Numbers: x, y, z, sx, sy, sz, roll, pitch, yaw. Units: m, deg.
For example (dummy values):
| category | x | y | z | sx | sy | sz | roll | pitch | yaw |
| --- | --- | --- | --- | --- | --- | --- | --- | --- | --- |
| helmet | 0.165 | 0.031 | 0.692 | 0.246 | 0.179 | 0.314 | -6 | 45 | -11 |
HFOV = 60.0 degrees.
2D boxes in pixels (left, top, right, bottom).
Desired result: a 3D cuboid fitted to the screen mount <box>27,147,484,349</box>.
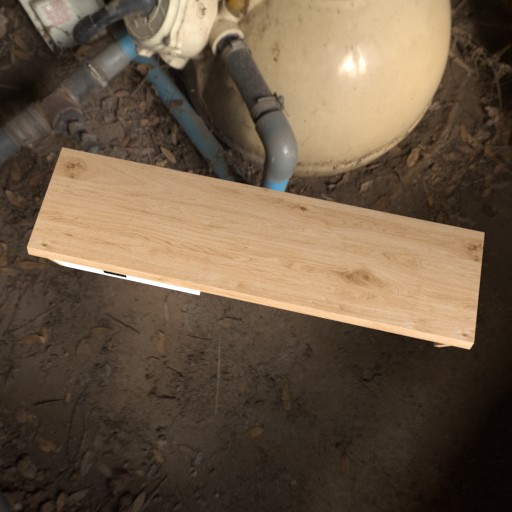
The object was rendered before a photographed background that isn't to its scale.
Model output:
| category | x | y | z | sx | sy | sz | roll | pitch | yaw |
| --- | --- | --- | --- | --- | --- | --- | --- | --- | --- |
| screen mount | 0.000 | 0.000 | 1.903 | 1.700 | 0.430 | 0.450 | 12 | 76 | 3 |
